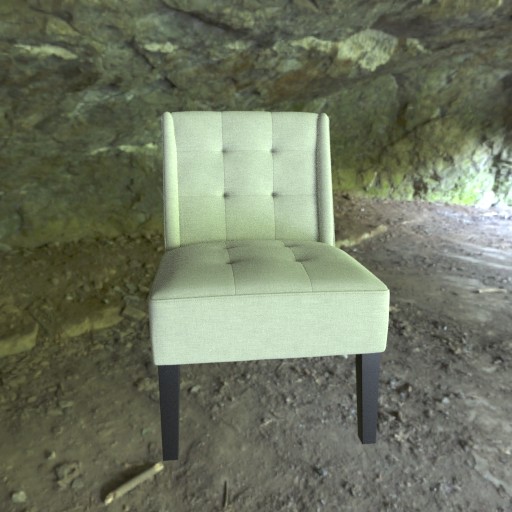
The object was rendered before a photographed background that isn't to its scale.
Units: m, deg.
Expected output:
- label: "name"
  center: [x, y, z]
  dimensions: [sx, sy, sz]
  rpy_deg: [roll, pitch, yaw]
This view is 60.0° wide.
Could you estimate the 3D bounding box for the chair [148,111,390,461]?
- label: "chair"
  center: [0.000, 0.000, 1.313]
  dimensions: [0.569, 0.853, 0.676]
  rpy_deg: [-2, 15, -7]
